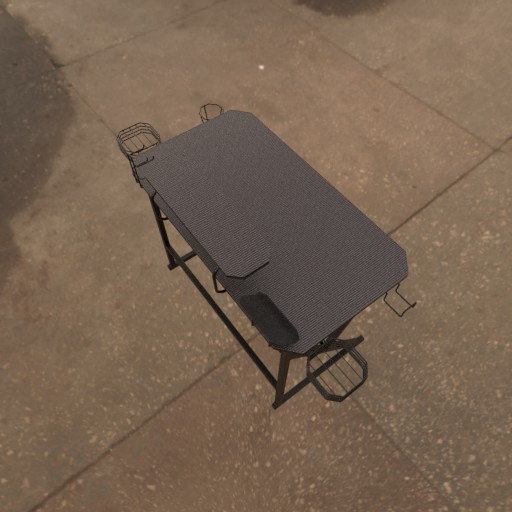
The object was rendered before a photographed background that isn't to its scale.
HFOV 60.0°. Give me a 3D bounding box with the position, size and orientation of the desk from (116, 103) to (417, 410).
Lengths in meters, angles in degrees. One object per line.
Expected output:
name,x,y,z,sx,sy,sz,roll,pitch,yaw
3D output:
desk,0.000,0.000,1.761,0.580,0.880,1.290,-32,63,-19
